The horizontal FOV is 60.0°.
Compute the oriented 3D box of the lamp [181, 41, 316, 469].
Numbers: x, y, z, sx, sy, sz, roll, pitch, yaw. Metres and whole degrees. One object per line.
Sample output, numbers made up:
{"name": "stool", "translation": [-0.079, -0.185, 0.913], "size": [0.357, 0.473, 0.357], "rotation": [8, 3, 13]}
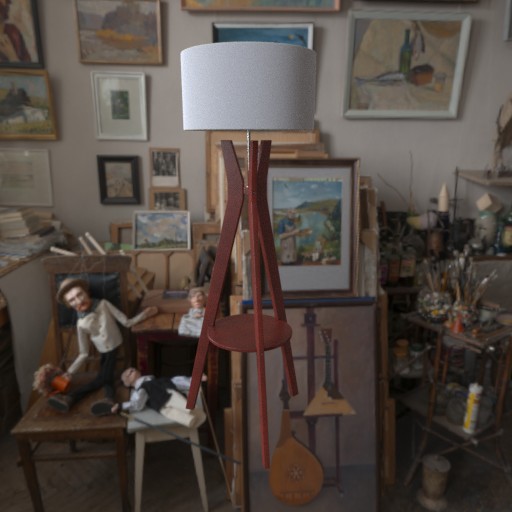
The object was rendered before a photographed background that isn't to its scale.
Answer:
{"name": "lamp", "translation": [0.000, 0.000, 1.772], "size": [0.542, 1.472, 0.539], "rotation": [-14, 20, -41]}
